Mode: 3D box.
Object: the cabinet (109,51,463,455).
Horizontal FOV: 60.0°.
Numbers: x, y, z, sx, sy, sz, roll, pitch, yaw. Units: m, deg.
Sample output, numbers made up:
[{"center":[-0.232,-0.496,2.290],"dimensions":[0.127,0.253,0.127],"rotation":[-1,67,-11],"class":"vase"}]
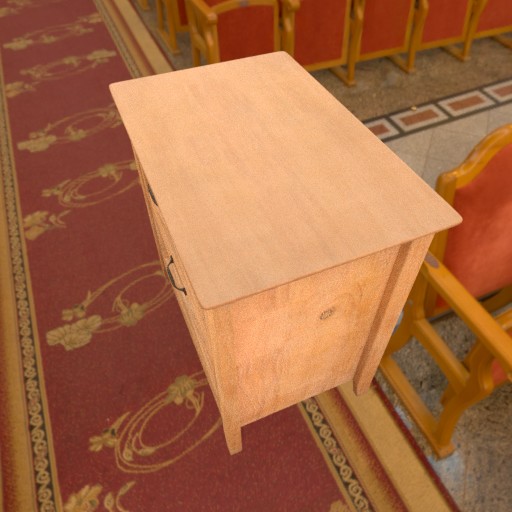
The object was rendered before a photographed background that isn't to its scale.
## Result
[{"center":[0.000,0.000,1.254],"dimensions":[0.503,0.762,0.763],"rotation":[-18,51,-15],"class":"cabinet"}]
